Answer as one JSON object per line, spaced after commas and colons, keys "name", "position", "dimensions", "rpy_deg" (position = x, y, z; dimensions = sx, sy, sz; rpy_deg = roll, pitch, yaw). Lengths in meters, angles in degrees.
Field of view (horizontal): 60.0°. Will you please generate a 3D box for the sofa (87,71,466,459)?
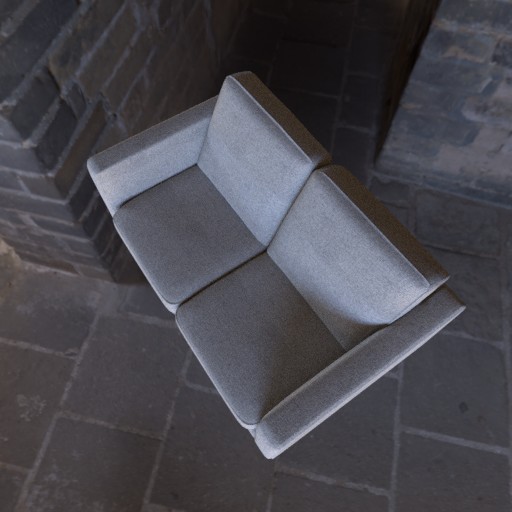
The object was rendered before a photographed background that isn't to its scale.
{"name": "sofa", "position": [0.000, 0.000, 2.124], "dimensions": [0.969, 0.973, 1.527], "rpy_deg": [-32, 67, -15]}
